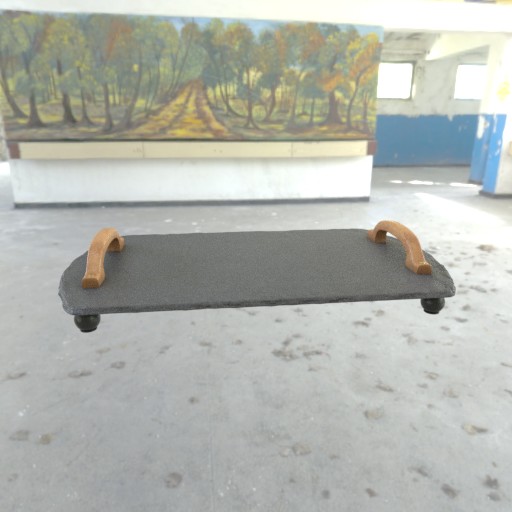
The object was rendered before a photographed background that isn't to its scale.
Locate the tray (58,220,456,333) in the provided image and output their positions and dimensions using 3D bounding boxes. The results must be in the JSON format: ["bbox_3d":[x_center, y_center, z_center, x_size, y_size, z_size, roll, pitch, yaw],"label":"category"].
[{"bbox_3d":[0.000,0.000,0.472,0.387,0.062,0.231,-2,18,-6],"label":"tray"}]
